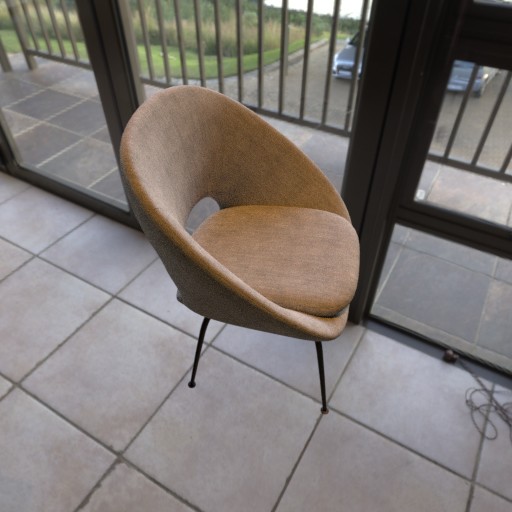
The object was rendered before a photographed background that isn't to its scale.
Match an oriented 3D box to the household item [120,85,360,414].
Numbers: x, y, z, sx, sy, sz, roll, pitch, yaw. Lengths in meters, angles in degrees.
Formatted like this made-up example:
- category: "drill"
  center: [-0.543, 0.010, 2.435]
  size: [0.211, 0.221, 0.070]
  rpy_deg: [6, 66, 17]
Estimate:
- category: "household item"
  center: [0.000, 0.000, 1.291]
  size: [0.587, 0.869, 0.643]
  rpy_deg: [8, 45, 9]
